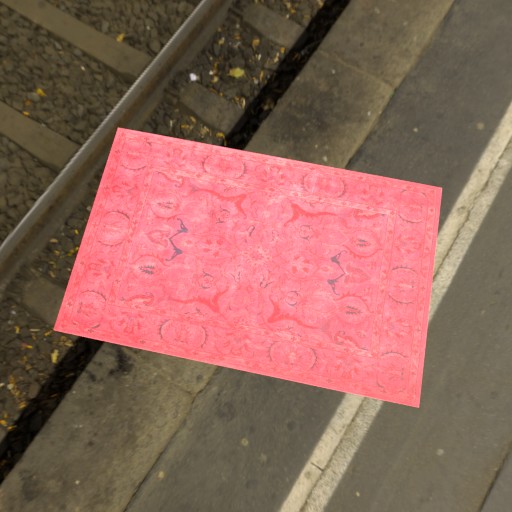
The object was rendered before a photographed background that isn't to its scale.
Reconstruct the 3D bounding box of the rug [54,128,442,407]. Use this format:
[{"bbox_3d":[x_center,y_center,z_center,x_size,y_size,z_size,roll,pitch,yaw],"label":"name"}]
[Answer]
[{"bbox_3d":[0.000,0.000,3.064,2.423,0.010,1.534,11,75,3],"label":"rug"}]
